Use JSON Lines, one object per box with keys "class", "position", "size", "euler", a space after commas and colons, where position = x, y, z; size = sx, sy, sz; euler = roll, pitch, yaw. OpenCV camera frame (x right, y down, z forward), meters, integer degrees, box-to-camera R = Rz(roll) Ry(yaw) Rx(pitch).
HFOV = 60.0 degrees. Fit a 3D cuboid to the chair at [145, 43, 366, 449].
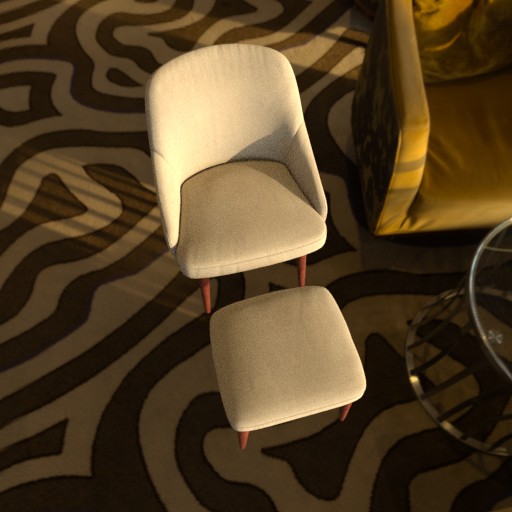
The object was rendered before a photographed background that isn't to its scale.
{"class": "chair", "position": [0.000, 0.000, 1.551], "size": [0.584, 0.866, 1.114], "euler": [-13, 63, -7]}
